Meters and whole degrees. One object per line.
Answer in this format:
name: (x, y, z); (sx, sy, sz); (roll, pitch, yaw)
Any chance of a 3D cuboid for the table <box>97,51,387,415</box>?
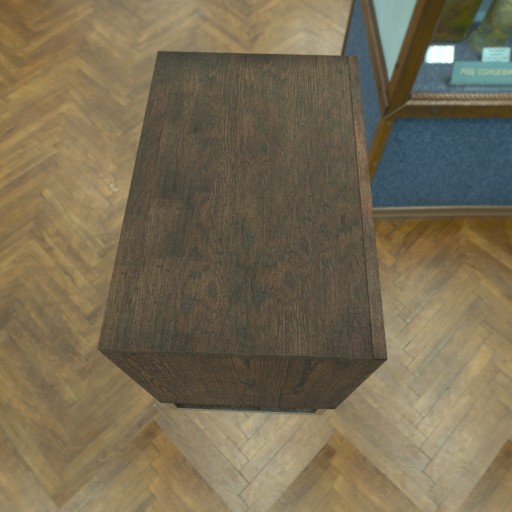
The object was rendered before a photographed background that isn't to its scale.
table: (0.000, 0.000, 1.272); (0.542, 0.746, 0.767); (2, 63, 1)
